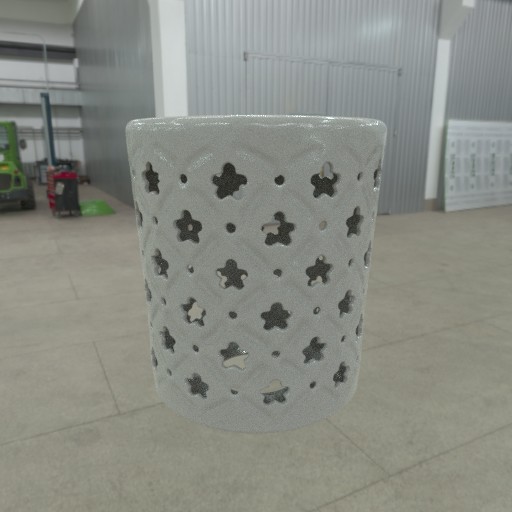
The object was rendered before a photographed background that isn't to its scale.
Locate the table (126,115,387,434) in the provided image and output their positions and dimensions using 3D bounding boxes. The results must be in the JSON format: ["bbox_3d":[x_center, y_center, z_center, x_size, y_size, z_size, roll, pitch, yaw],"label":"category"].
[{"bbox_3d":[0.000,0.000,0.661,0.352,0.387,0.352,0,14,0],"label":"table"}]
